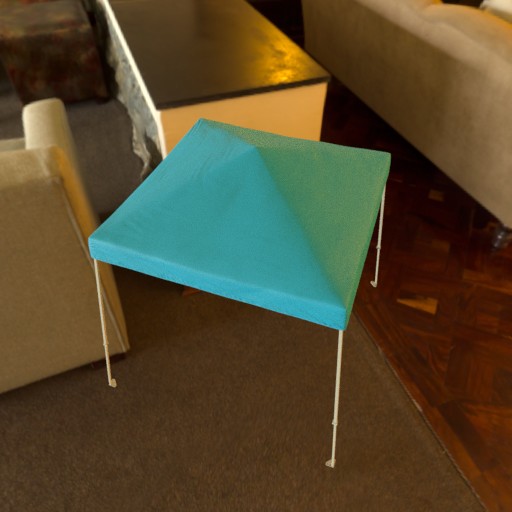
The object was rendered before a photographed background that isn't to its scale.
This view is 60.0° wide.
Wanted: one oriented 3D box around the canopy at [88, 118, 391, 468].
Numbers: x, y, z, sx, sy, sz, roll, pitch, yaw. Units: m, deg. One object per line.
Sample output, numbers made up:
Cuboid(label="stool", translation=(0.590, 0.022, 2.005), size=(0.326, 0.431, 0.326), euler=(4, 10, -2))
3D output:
Cuboid(label="canopy", translation=(0.000, 0.000, 5.095), size=(2.849, 2.850, 2.850), euler=(15, 47, 14))
